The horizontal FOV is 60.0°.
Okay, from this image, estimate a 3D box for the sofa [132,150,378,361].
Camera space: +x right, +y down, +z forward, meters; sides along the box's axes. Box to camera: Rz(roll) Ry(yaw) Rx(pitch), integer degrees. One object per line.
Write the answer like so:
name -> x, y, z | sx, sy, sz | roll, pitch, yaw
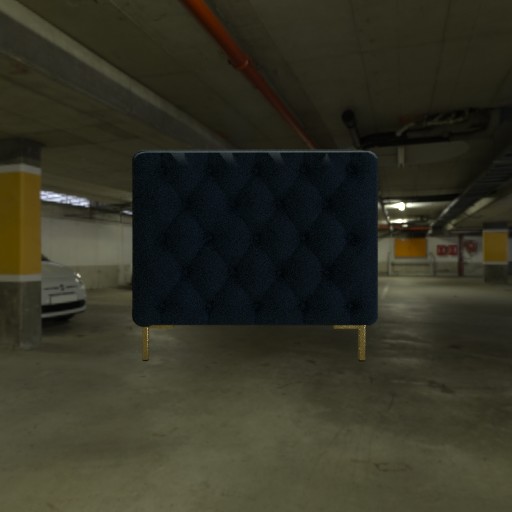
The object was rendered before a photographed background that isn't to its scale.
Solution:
sofa -> 0.000, 0.000, 2.649 | 0.895, 0.771, 2.209 | 0, 0, 0
